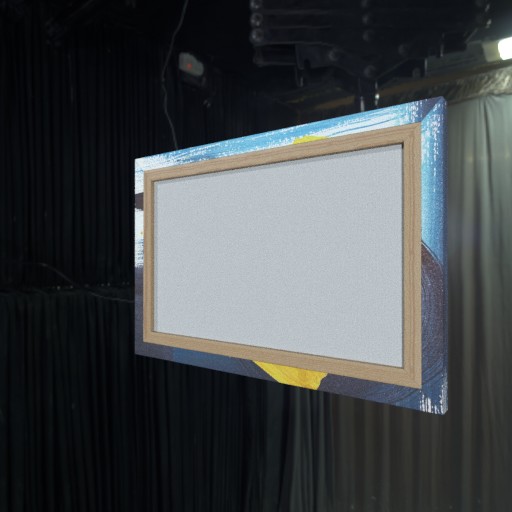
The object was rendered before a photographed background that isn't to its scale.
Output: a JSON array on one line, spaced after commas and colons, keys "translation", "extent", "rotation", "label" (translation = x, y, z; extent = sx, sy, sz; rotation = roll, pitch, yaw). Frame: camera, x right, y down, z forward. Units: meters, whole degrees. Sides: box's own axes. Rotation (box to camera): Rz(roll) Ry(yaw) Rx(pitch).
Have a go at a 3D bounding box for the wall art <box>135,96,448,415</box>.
[{"translation": [0.000, 0.000, 1.133], "extent": [0.914, 0.610, 0.039], "rotation": [0, 0, 36], "label": "wall art"}]
